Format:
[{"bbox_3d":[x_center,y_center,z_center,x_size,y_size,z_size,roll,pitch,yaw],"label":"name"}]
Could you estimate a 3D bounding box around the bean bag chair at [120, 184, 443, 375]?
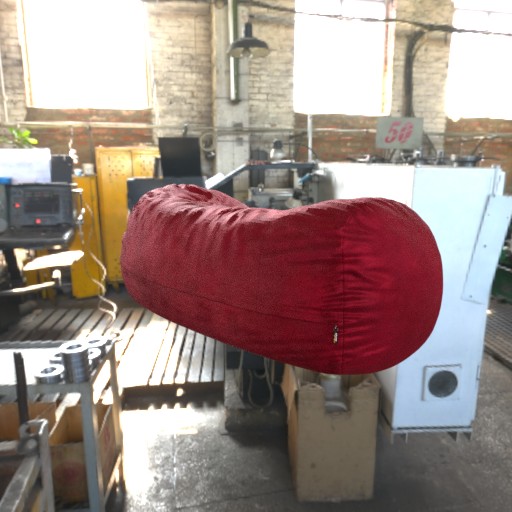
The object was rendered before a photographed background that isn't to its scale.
[{"bbox_3d":[0.000,0.000,2.871,2.293,0.867,1.216,11,17,42],"label":"bean bag chair"}]
